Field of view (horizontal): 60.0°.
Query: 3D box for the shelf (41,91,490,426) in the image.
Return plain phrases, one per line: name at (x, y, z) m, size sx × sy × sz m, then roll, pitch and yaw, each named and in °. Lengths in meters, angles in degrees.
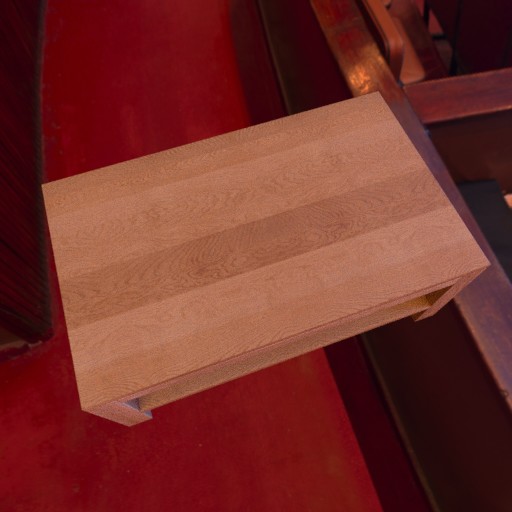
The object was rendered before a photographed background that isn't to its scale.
shelf at (0.000, 0.000, 1.505) m, size 1.150 × 0.450 × 0.700 m, roll -18°, pitch 66°, yaw -8°
